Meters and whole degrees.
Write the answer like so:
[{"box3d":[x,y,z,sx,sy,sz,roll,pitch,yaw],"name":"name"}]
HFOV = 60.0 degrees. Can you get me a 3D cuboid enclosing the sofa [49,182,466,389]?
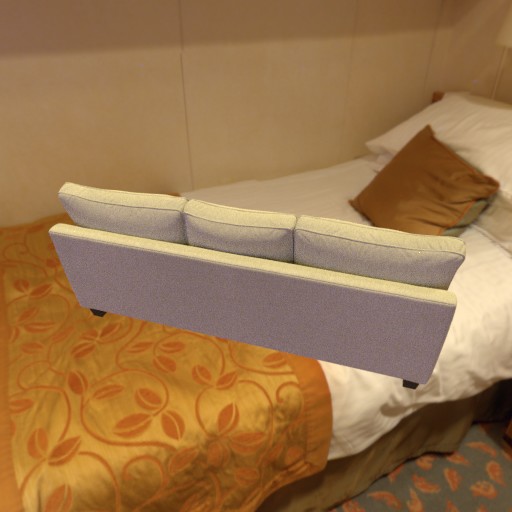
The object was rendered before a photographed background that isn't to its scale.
[{"box3d":[0.000,0.000,2.897,2.323,0.991,1.016,10,35,15],"name":"sofa"}]
